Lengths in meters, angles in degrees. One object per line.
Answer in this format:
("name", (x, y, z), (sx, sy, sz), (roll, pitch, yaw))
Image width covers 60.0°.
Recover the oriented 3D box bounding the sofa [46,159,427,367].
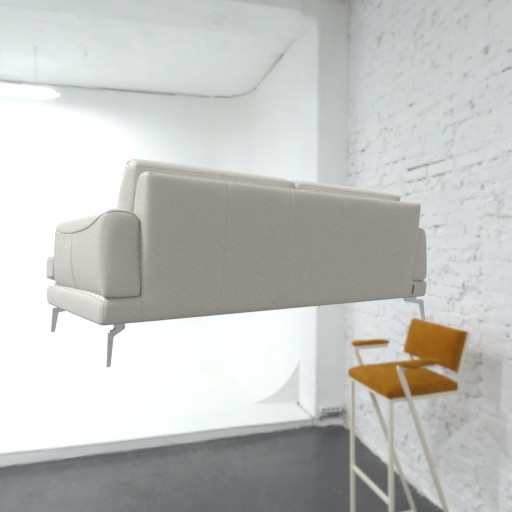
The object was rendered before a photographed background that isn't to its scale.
("sofa", (0.000, 0.000, 2.413), (1.940, 0.765, 0.974), (0, 0, -36))
